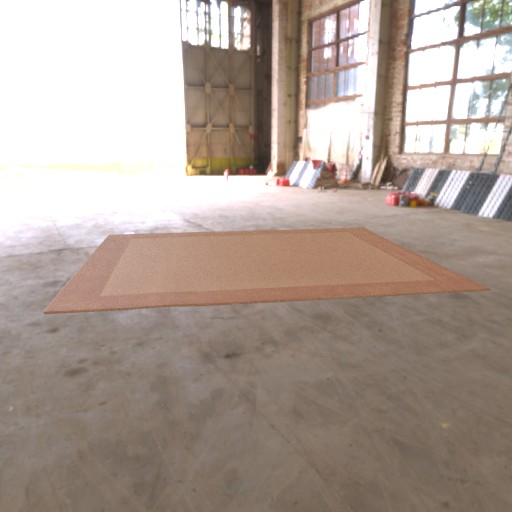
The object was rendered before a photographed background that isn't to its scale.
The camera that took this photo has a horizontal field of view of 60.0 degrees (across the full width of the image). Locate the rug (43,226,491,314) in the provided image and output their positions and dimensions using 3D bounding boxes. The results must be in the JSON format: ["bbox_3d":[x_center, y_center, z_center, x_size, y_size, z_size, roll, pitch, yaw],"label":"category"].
[{"bbox_3d":[0.000,0.000,4.125,3.057,0.021,2.431,-2,15,-8],"label":"rug"}]
